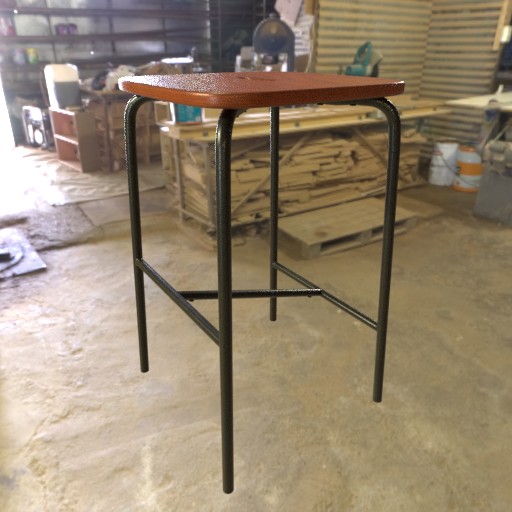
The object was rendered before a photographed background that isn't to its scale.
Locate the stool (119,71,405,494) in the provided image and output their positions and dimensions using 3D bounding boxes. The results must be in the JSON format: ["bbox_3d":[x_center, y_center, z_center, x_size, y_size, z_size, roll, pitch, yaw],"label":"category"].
[{"bbox_3d":[0.000,0.000,0.820,0.376,0.610,0.376,-17,30,-31],"label":"stool"}]
